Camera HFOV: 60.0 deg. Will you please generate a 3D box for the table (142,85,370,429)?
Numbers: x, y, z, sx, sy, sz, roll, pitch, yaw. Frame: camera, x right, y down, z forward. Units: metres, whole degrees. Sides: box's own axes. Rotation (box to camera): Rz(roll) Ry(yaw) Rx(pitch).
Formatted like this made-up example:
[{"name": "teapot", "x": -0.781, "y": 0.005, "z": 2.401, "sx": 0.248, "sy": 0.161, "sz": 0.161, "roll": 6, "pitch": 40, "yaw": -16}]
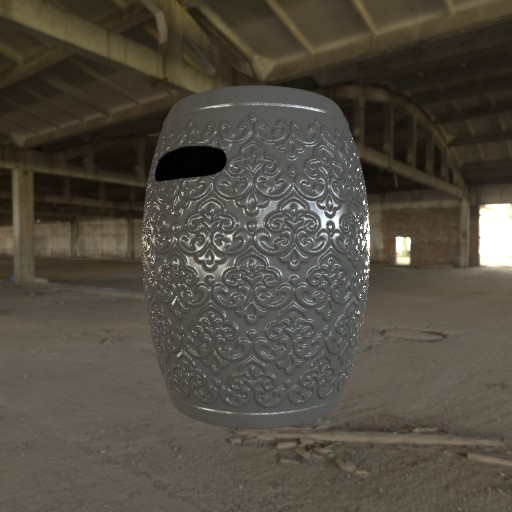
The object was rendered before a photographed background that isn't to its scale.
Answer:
[{"name": "table", "x": 0.000, "y": 0.000, "z": 0.621, "sx": 0.309, "sy": 0.397, "sz": 0.309, "roll": 0, "pitch": 2, "yaw": 0}]
